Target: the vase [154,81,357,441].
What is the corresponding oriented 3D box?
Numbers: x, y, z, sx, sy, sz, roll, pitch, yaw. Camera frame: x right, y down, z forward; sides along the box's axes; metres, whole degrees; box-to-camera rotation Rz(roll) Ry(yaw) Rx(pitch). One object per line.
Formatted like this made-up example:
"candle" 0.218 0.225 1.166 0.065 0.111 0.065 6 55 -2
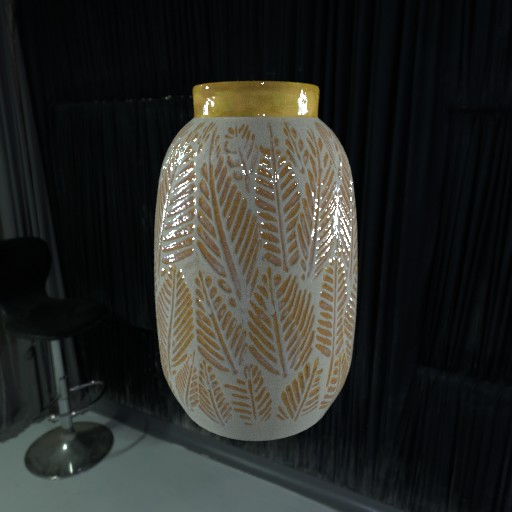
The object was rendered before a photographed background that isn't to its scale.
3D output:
"vase" 0.000 0.000 0.378 0.172 0.270 0.172 0 16 0
